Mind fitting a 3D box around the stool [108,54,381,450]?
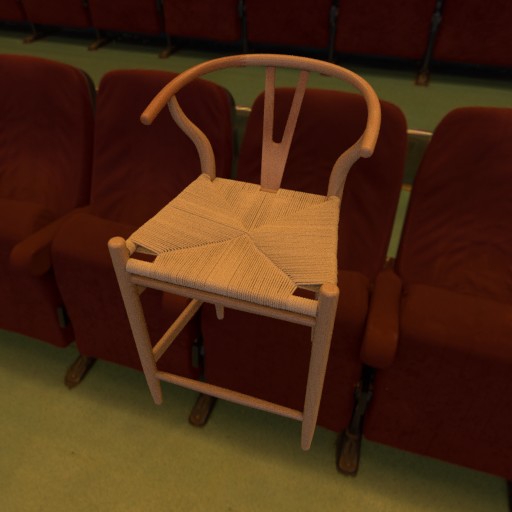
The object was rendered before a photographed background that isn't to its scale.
[{"bbox_3d":[0.000,0.000,1.254,0.536,0.923,0.575,12,42,13],"label":"stool"}]
